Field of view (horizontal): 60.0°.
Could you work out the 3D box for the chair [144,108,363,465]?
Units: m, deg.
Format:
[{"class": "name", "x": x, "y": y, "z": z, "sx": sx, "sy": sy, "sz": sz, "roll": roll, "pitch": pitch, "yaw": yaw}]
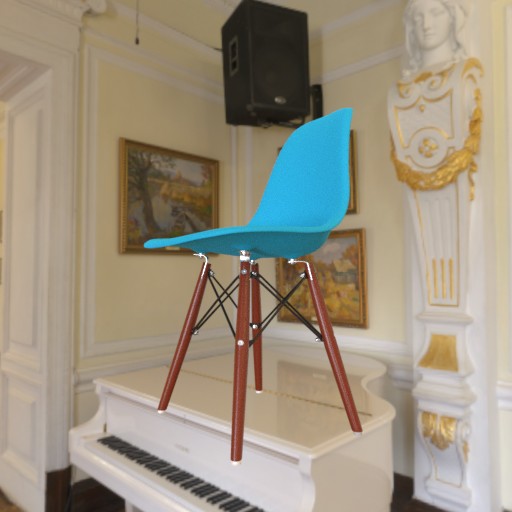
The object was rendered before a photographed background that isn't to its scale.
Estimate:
[{"class": "chair", "x": 0.000, "y": 0.000, "z": 1.131, "sx": 0.533, "sy": 0.826, "sz": 0.470, "roll": 1, "pitch": -2, "yaw": -34}]
